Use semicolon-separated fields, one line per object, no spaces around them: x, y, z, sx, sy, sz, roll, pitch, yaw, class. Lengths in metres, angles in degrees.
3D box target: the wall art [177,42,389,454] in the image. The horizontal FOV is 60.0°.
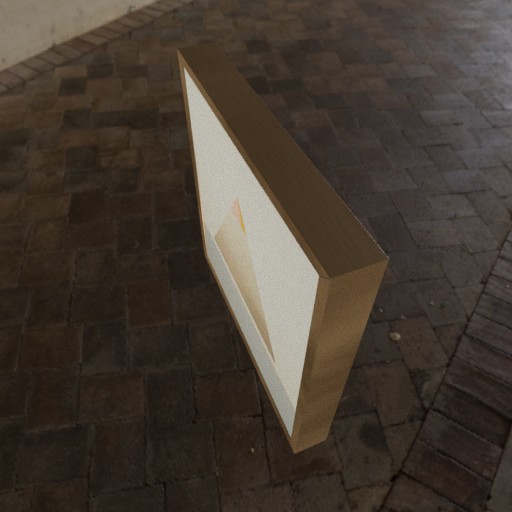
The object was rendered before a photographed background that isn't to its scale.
0.000;0.000;0.455;0.038;0.303;0.305;-17;51;-15;wall art
